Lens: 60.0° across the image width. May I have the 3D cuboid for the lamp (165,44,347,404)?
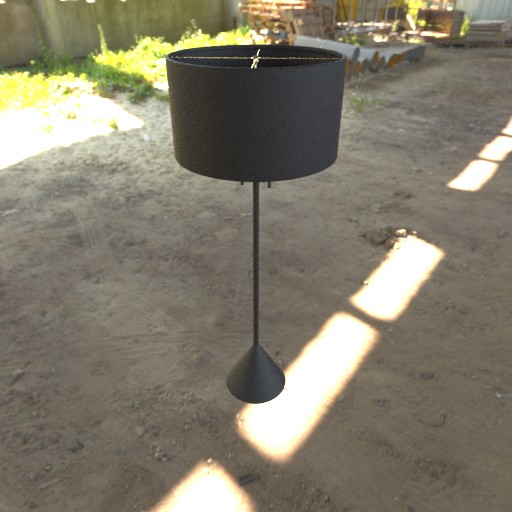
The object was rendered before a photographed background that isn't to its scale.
[{"bbox_3d":[0.000,0.000,1.828,0.580,1.526,0.580,2,31,3],"label":"lamp"}]
